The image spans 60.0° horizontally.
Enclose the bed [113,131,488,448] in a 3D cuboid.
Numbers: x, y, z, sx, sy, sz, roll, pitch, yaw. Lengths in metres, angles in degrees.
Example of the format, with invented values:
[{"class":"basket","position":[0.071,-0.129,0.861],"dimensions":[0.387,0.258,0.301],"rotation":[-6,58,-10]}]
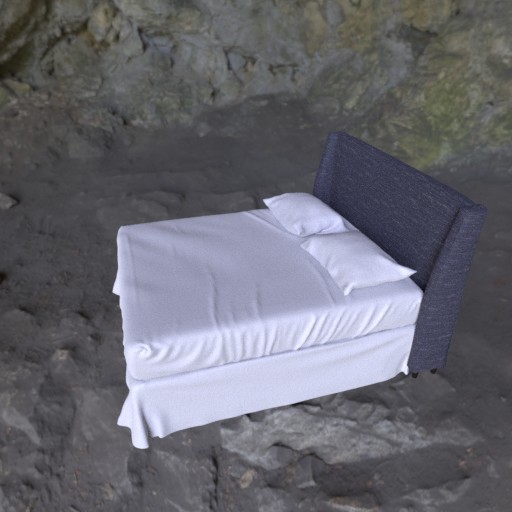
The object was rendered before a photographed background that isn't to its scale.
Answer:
[{"class":"bed","position":[0.000,0.000,3.388],"dimensions":[2.276,1.332,1.925],"rotation":[-8,31,-14]}]
